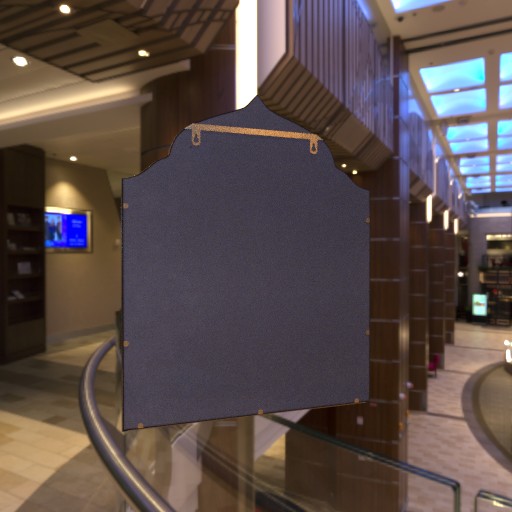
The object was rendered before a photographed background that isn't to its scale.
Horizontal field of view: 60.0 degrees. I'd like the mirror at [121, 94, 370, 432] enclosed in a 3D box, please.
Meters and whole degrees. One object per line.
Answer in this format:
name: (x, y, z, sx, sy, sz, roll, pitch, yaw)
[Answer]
mirror: (0.000, 0.000, 0.881, 0.513, 0.635, 0.018, 0, 1, -18)
